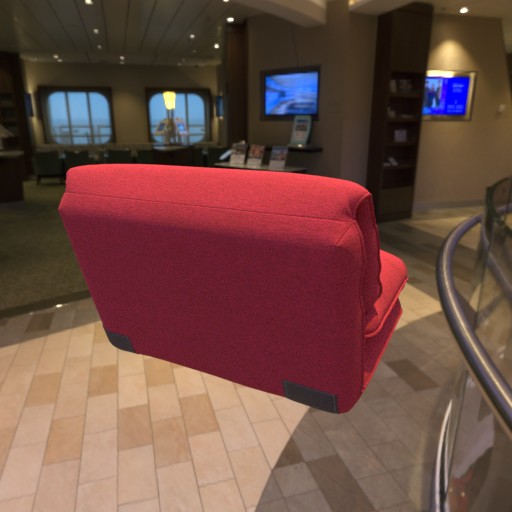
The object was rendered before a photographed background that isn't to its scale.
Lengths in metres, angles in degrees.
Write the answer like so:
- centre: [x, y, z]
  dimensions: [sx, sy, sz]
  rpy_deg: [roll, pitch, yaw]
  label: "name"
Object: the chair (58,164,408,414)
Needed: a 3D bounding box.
- centre: [0.000, 0.000, 1.352]
  dimensions: [0.820, 0.580, 0.780]
  rpy_deg: [9, 19, 26]
  label: "chair"
